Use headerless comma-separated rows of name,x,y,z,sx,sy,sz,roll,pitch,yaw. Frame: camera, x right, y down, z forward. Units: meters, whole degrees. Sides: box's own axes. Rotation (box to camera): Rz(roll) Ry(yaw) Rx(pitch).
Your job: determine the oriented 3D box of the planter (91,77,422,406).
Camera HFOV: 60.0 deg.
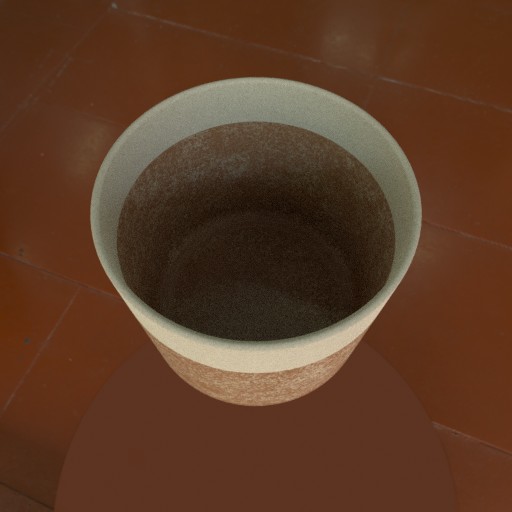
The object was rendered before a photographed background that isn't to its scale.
planter,0.000,0.000,0.274,0.159,0.138,0.159,0,62,0
